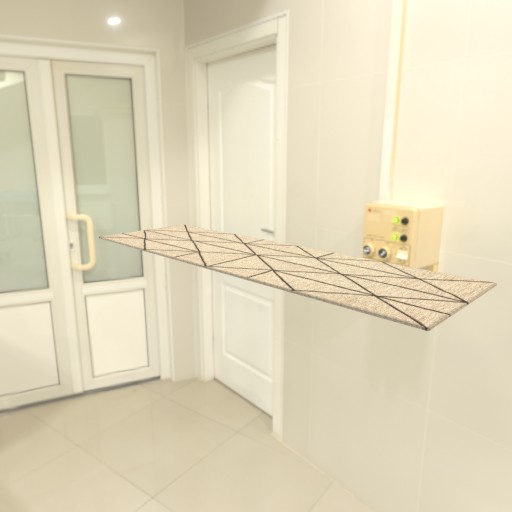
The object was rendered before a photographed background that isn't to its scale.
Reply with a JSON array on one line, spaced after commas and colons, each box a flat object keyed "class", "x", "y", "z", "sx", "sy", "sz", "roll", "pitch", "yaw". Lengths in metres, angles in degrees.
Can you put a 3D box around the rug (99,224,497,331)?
[{"class": "rug", "x": 0.000, "y": 0.000, "z": 2.654, "sx": 2.438, "sy": 0.012, "sz": 0.762, "roll": 13, "pitch": 18, "yaw": 43}]
